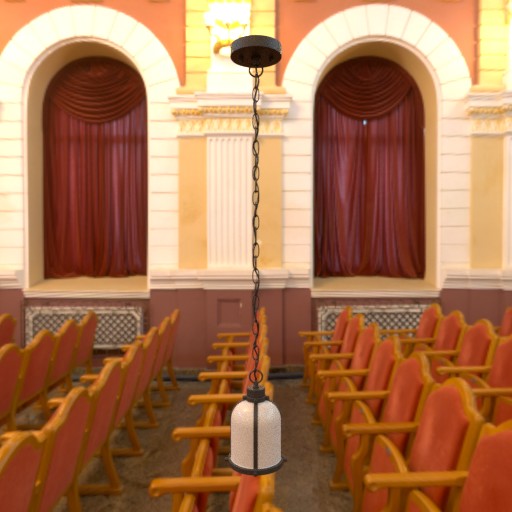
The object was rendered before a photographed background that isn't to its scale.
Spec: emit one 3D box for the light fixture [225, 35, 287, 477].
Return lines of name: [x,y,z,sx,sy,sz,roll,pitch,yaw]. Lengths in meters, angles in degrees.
light fixture: [0.000,0.000,1.262,0.178,1.181,0.178,0,1,1]
